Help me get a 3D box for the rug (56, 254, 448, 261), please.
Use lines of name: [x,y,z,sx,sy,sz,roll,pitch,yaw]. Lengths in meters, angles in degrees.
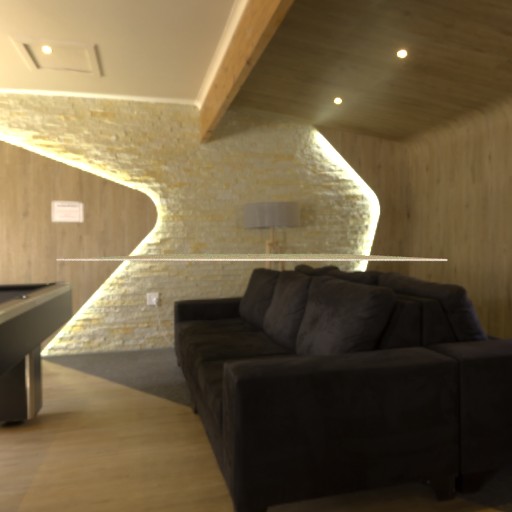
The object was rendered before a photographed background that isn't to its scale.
rug: [0.000,0.000,2.868,1.524,0.006,2.286,0,1,1]
